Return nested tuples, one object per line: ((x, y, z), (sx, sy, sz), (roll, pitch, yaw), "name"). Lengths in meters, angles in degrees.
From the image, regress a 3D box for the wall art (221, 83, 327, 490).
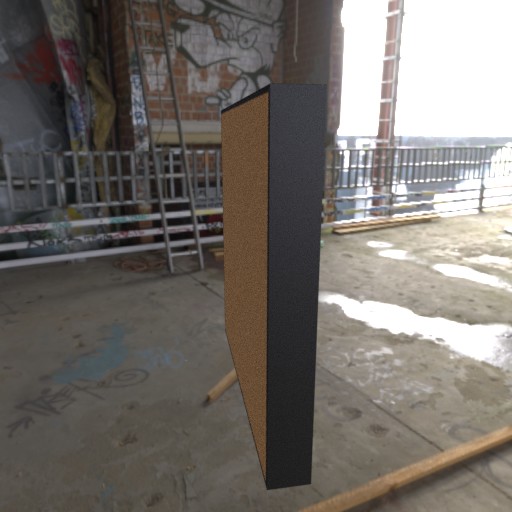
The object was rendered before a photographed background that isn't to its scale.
((0.000, 0.000, 0.460), (0.037, 0.303, 0.304), (-3, 15, -10), "wall art")
